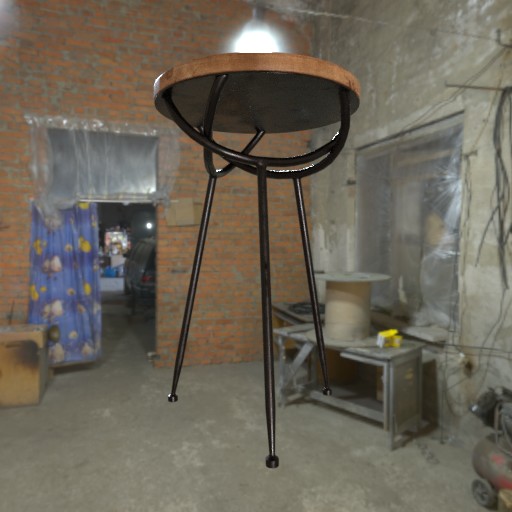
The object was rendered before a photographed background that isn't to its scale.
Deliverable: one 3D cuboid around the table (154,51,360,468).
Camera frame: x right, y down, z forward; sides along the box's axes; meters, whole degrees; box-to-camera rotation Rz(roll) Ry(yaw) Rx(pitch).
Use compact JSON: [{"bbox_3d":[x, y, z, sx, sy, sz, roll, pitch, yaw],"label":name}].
[{"bbox_3d":[0.000,0.000,0.919,0.418,0.664,0.414,2,3,36],"label":"table"}]
